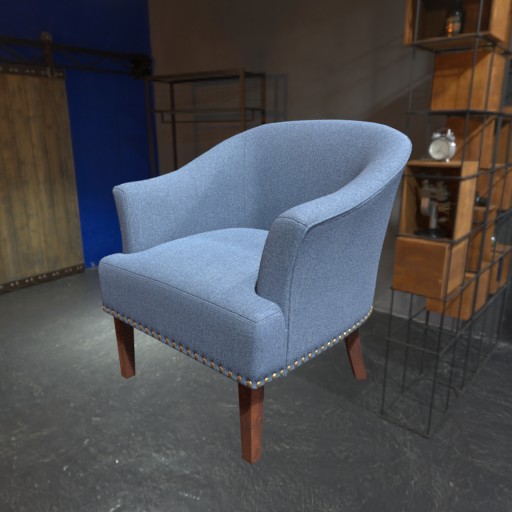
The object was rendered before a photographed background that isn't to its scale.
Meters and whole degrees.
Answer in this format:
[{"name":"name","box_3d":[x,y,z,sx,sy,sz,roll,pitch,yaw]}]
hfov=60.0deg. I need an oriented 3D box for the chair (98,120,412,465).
[{"name":"chair","box_3d":[0.000,0.000,1.365,0.772,0.815,0.704,14,21,41]}]
